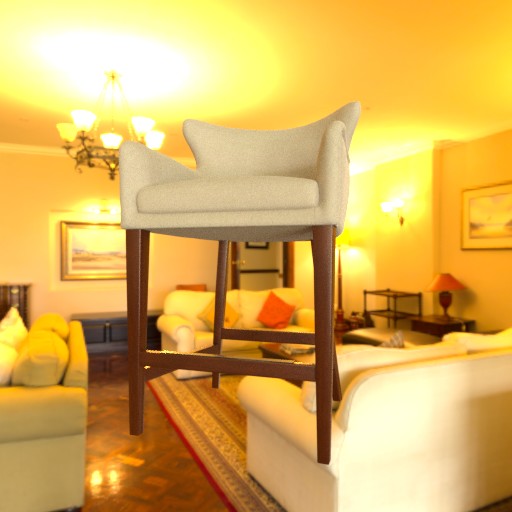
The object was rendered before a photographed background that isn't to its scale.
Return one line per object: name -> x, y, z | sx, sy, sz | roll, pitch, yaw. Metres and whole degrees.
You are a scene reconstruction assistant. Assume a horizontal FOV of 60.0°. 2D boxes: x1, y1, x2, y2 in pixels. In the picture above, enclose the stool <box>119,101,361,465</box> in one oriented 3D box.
stool -> 0.000, 0.000, 1.342 | 0.601, 0.951, 0.570 | 0, 0, 19
